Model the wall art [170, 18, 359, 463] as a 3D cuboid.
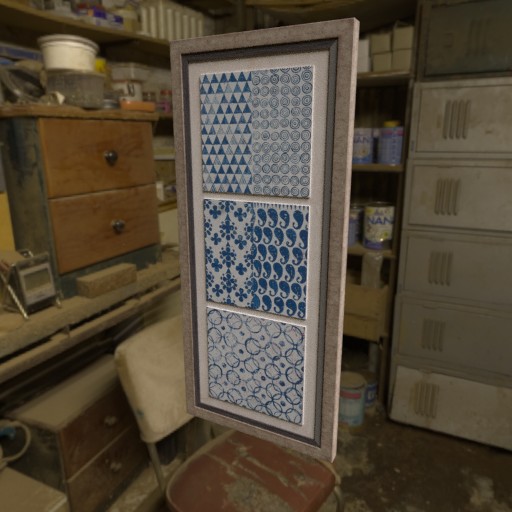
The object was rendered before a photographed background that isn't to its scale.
[{"bbox_3d":[0.000,0.000,1.585,0.648,1.461,0.051,8,17,27],"label":"wall art"}]
